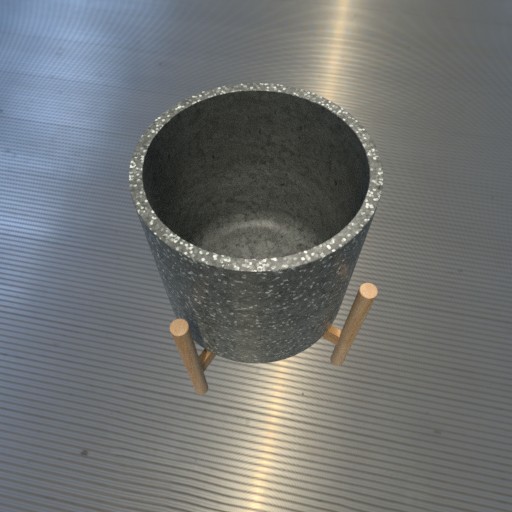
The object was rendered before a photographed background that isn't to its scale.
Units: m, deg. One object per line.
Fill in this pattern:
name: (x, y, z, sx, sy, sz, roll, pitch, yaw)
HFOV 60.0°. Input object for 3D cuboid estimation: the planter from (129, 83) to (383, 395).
planter: (0.000, 0.000, 0.710, 0.360, 0.419, 0.360, -30, 62, -18)
